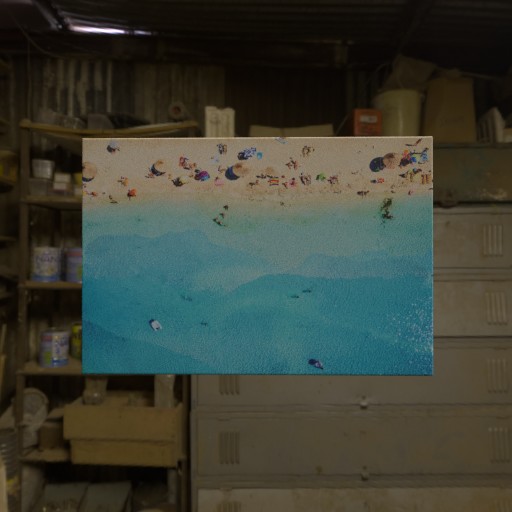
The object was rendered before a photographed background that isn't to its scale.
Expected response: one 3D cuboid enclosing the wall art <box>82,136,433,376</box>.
[{"bbox_3d":[0.000,0.000,1.453,1.136,0.769,0.040,0,0,1],"label":"wall art"}]
